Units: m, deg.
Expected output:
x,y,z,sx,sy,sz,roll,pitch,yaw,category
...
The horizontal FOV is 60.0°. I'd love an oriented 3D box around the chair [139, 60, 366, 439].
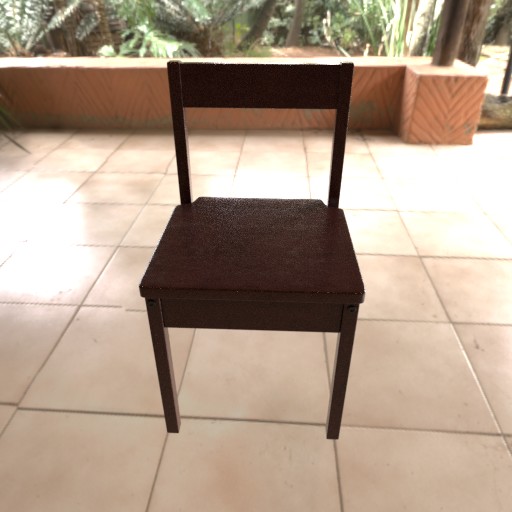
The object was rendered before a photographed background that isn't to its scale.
x,y,z,sx,sy,sz,roll,pitch,yaw,category
0.000,0.000,0.882,0.367,0.668,0.361,1,32,2,chair
